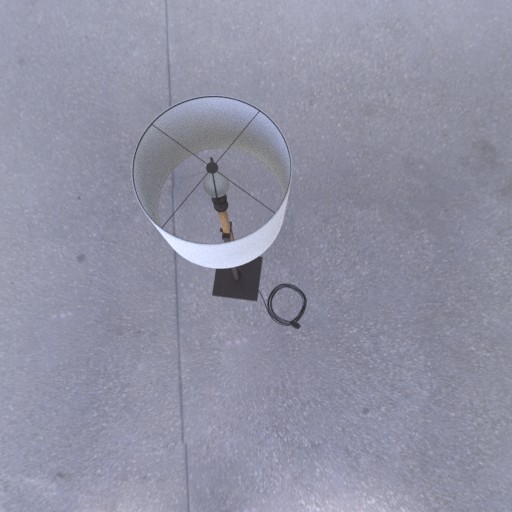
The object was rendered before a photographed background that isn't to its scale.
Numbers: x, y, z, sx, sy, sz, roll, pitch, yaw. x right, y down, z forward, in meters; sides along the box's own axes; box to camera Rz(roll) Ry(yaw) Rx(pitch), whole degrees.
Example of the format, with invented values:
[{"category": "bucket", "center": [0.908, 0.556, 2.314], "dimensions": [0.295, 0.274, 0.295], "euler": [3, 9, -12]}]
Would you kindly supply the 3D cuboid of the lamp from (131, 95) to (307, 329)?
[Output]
[{"category": "lamp", "center": [0.000, 0.000, 1.912], "dimensions": [0.639, 1.650, 0.474], "euler": [7, 78, 2]}]
